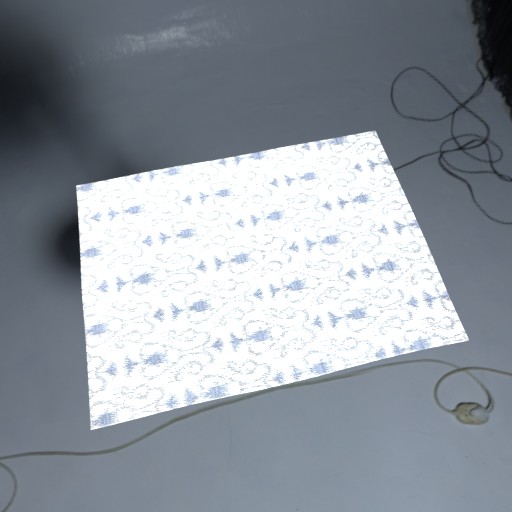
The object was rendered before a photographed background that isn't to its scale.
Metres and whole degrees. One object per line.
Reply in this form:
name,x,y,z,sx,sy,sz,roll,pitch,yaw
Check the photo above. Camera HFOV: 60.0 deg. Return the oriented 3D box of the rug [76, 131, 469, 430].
rug,0.000,0.000,2.916,2.261,0.013,1.676,-12,64,-6
